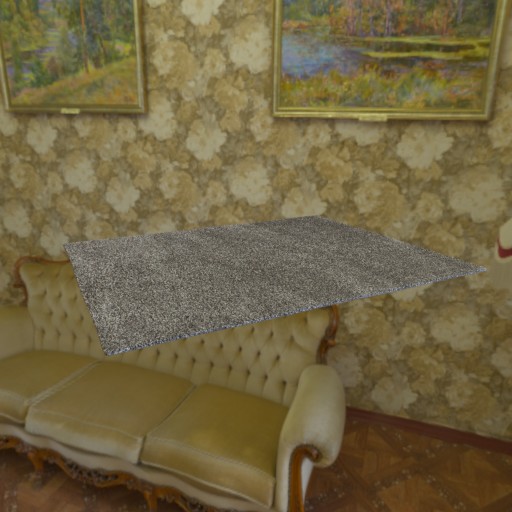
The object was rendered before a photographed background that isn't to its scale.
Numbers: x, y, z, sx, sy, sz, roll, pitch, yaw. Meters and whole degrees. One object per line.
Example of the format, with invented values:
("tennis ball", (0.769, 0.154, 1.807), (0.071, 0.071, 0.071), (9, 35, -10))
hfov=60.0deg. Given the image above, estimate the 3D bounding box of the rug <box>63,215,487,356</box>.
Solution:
("rug", (0.000, 0.000, 3.962), (3.000, 0.025, 2.401), (-9, 19, -26))
